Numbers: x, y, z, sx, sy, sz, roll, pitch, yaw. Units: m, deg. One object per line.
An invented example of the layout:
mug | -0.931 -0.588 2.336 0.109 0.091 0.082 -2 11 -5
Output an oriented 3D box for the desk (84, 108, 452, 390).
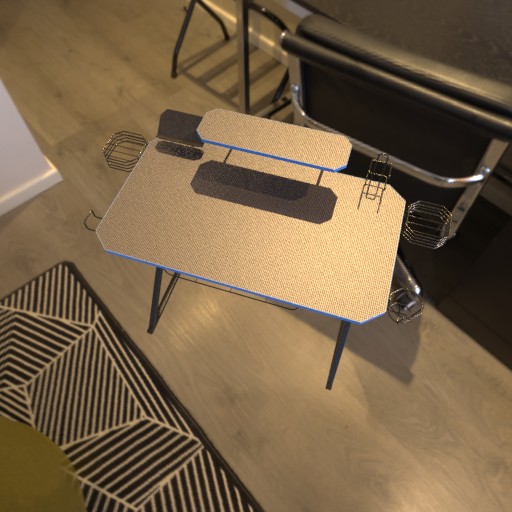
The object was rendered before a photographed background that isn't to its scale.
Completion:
desk | 0.000 0.000 1.780 1.295 0.909 0.594 15 60 9
